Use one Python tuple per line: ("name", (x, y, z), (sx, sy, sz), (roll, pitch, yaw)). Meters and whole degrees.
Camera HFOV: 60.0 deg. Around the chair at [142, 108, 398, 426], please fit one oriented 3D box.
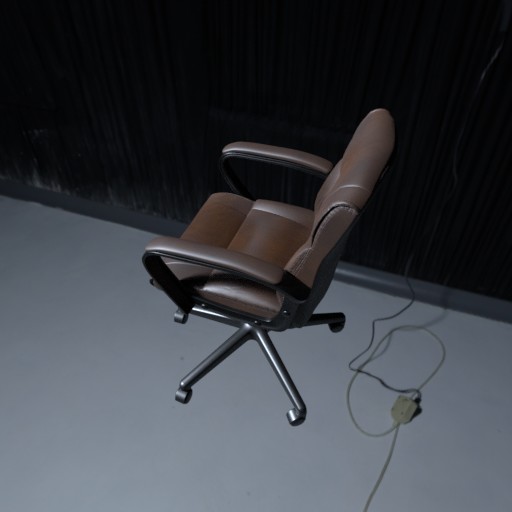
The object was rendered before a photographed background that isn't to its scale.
("chair", (0.000, 0.000, 1.484), (0.717, 1.004, 0.739), (16, 48, 15))
